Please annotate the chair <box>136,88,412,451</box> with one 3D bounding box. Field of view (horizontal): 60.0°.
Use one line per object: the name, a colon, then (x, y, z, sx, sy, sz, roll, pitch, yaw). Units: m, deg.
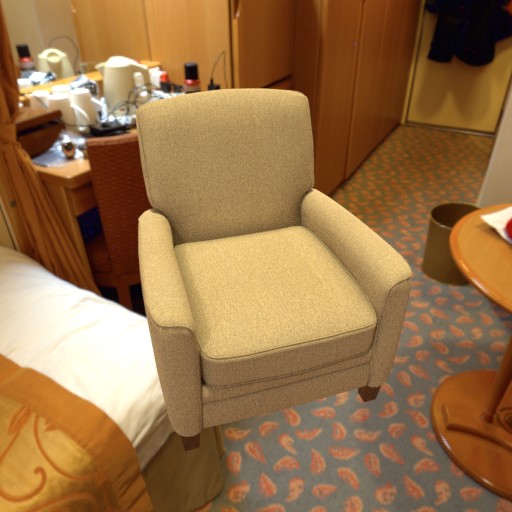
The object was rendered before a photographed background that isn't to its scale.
chair: (0.000, 0.000, 1.646, 0.848, 1.014, 0.864, -10, 35, -14)
